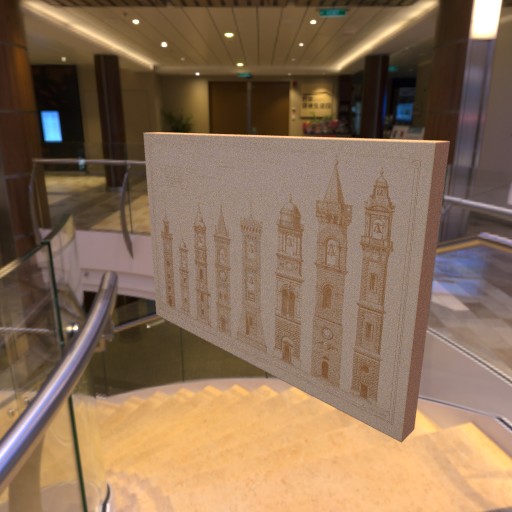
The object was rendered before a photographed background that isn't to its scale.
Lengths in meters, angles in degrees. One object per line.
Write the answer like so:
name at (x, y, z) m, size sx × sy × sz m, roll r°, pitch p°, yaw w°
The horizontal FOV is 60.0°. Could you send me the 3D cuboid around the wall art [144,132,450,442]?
wall art at (0.000, 0.000, 0.779) m, size 0.609 × 0.407 × 0.039 m, roll 16°, pitch 23°, yaw 42°
